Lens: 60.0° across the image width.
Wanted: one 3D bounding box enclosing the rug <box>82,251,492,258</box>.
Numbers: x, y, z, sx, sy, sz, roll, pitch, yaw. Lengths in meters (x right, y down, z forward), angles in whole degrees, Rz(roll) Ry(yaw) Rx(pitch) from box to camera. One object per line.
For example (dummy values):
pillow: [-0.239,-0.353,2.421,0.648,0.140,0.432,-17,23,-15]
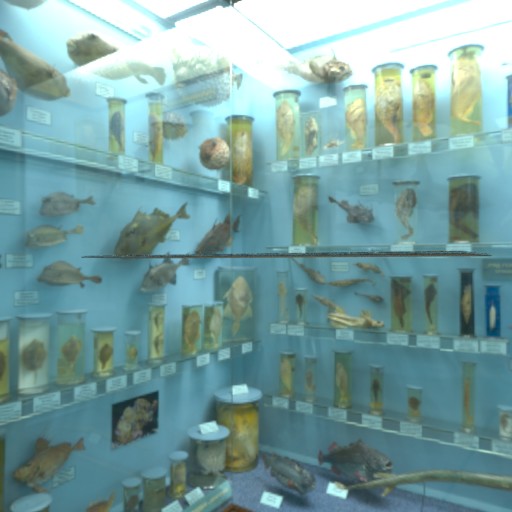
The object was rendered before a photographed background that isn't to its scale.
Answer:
rug: [0.000,0.000,2.507,2.292,0.014,0.685,-1,-1,35]
